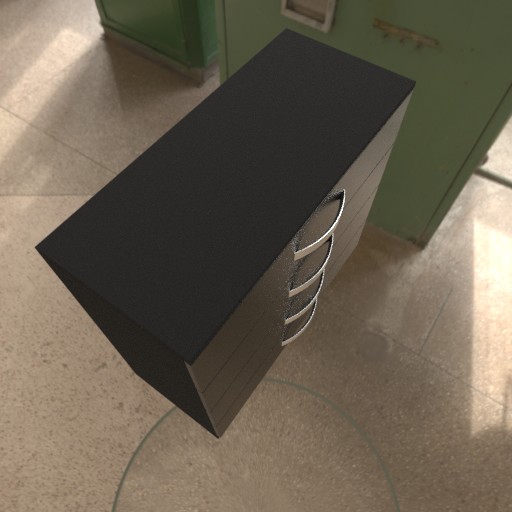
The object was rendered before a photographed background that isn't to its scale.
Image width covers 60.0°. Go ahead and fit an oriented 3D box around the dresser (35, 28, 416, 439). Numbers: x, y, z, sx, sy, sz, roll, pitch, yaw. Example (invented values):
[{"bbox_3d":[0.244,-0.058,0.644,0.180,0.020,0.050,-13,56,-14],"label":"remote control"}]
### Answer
[{"bbox_3d":[0.000,0.000,1.139,0.360,0.720,0.750,31,64,17],"label":"dresser"}]
